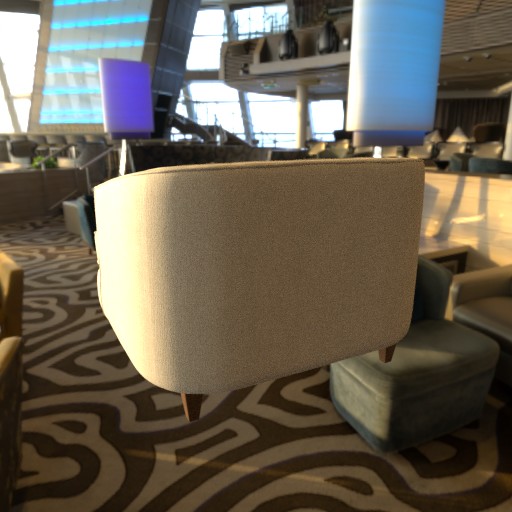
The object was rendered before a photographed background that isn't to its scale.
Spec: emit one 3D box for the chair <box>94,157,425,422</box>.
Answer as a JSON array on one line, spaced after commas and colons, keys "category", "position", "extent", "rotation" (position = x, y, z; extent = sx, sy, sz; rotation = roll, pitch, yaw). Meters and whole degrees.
[{"category": "chair", "position": [0.000, 0.000, 1.749], "extent": [1.118, 0.787, 0.914], "rotation": [-8, 17, -26]}]
